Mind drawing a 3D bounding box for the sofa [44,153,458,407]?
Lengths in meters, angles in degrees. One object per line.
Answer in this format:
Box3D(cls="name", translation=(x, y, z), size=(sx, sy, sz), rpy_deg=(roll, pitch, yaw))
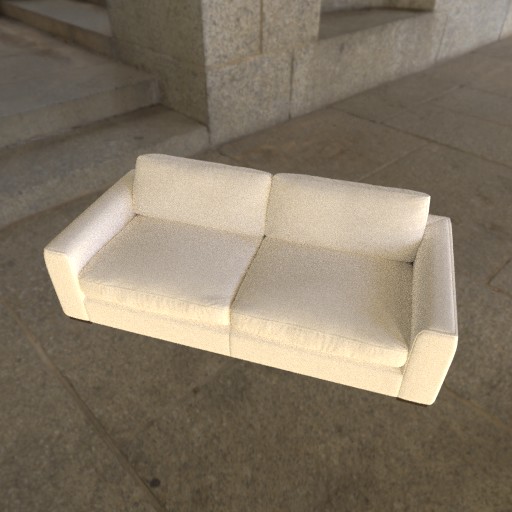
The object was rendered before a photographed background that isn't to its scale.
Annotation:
Box3D(cls="sofa", translation=(0.000, 0.000, 2.724), size=(2.262, 0.801, 1.070), rpy_deg=(11, 40, 13))
